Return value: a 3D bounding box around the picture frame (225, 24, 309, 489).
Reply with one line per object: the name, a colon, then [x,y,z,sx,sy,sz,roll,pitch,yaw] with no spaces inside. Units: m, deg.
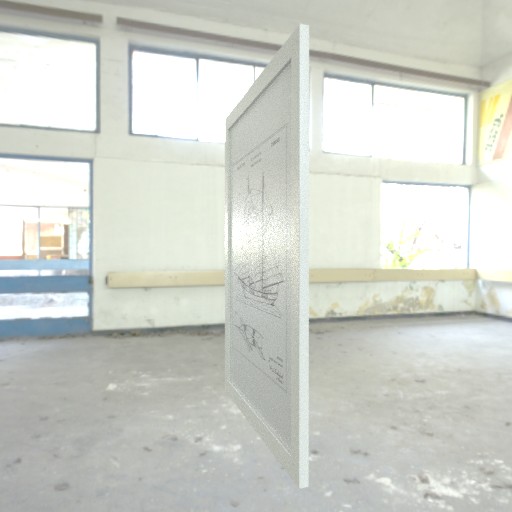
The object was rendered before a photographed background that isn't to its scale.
picture frame: [0.000,0.000,0.691,0.012,0.534,0.381,0,1,-17]
